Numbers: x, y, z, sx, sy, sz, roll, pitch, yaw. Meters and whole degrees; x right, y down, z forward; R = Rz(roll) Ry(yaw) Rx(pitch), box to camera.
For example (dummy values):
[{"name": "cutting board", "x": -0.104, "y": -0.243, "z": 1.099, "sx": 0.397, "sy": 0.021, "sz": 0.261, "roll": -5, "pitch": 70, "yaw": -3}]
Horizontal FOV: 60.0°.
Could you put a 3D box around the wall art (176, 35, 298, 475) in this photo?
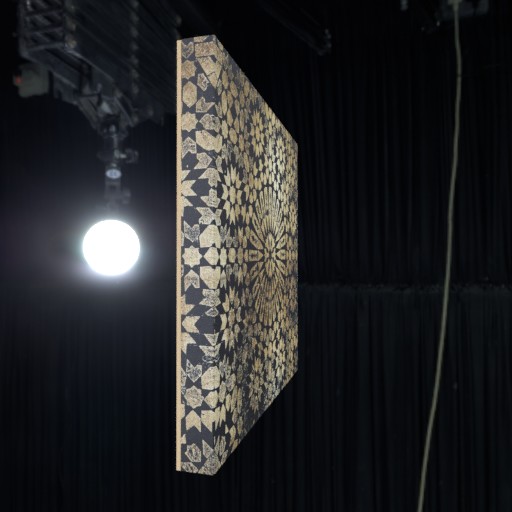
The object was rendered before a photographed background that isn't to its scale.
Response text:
[{"name": "wall art", "x": 0.000, "y": 0.000, "z": 0.606, "sx": 0.038, "sy": 0.405, "sz": 0.405, "roll": 0, "pitch": -1, "yaw": 16}]
